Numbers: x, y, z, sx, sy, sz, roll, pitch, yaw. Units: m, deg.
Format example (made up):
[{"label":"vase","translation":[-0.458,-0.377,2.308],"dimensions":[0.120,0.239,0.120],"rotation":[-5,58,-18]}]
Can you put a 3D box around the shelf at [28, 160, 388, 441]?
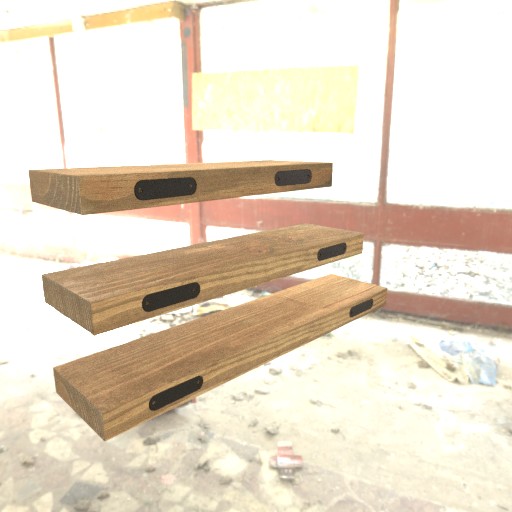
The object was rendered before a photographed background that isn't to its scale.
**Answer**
[{"label":"shelf","translation":[0.000,0.000,0.712],"dimensions":[0.610,0.293,0.140],"rotation":[-14,20,-43]}]
